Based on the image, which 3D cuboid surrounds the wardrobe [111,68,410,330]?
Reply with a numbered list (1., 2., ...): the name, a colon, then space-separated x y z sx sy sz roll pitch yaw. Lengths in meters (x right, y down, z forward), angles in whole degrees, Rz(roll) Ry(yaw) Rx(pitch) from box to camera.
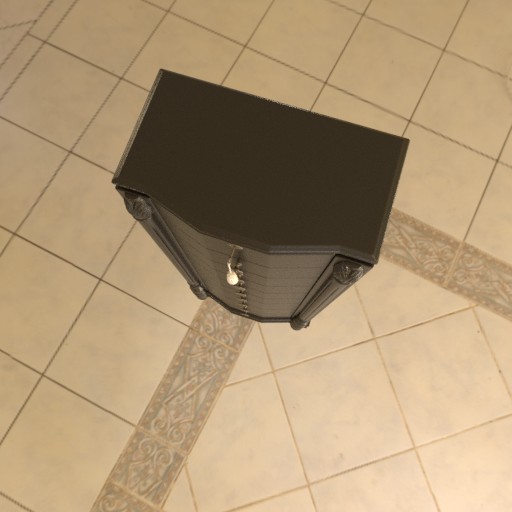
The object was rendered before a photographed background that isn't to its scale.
1. wardrobe: 0.000 0.000 1.175 0.444 1.011 0.295 17 77 4
